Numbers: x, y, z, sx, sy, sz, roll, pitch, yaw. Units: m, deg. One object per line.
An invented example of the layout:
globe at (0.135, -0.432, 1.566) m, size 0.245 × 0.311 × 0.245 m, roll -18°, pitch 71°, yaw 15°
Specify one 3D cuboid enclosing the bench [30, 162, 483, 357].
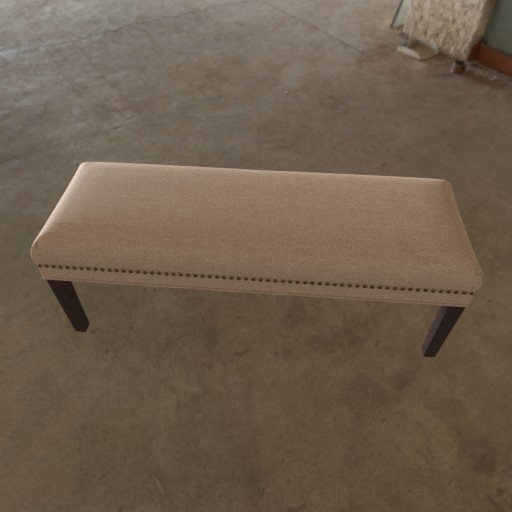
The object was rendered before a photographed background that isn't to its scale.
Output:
bench at (0.000, 0.000, 1.441) m, size 1.219 × 0.457 × 0.410 m, roll 3°, pitch 47°, yaw 3°
